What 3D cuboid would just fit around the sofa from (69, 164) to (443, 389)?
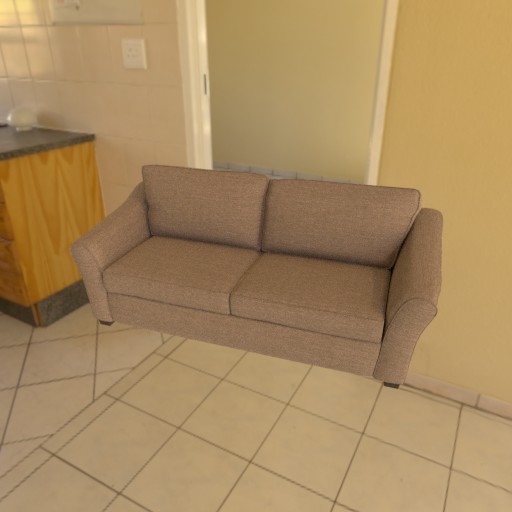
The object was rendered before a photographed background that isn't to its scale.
[{"bbox_3d":[0.000,0.000,2.940,2.270,0.965,0.980,8,27,17],"label":"sofa"}]
